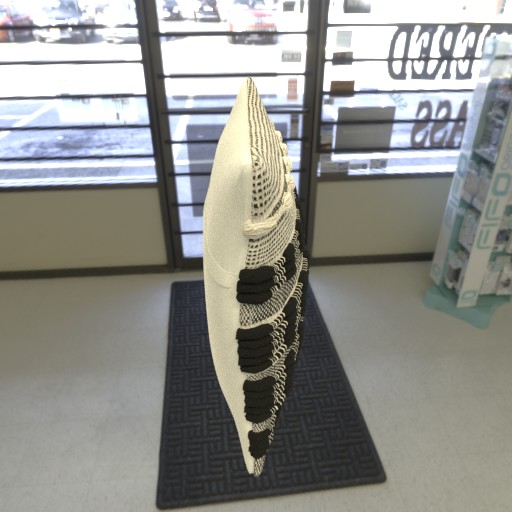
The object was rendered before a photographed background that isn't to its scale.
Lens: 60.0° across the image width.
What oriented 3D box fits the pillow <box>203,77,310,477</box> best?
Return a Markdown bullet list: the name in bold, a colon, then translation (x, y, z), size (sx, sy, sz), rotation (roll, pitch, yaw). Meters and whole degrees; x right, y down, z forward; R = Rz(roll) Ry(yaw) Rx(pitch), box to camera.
- **pillow**: translation (0.000, 0.000, 0.666), size (0.156, 0.438, 0.436), rotation (-1, 31, -1)
